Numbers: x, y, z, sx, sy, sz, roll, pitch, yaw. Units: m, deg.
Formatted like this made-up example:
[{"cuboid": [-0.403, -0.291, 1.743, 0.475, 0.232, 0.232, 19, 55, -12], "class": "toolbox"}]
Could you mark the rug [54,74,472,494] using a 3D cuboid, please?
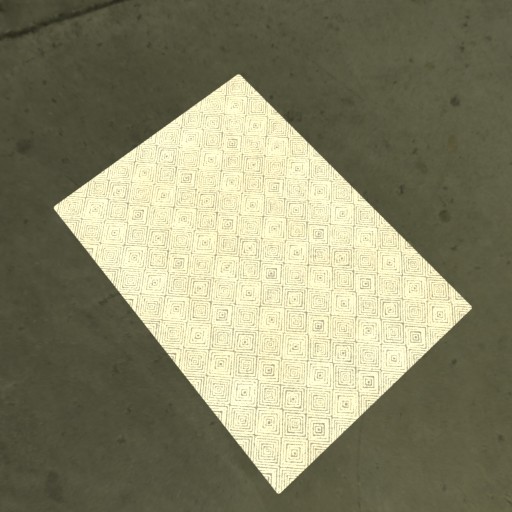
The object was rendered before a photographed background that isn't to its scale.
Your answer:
[{"cuboid": [0.000, 0.000, 2.822, 1.593, 0.008, 2.238, -39, 78, -10], "class": "rug"}]
